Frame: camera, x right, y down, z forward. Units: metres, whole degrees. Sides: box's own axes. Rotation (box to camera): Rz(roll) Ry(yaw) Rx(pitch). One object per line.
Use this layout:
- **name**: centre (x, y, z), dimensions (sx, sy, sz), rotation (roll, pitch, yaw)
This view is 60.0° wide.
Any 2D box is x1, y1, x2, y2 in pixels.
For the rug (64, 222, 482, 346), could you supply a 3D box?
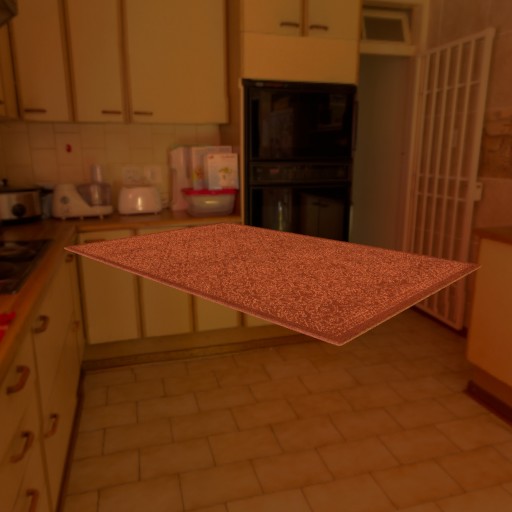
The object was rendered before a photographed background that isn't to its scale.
- **rug**: centre (0.000, 0.000, 2.303), dimensions (1.829, 0.010, 1.219), rotation (13, 19, 42)
